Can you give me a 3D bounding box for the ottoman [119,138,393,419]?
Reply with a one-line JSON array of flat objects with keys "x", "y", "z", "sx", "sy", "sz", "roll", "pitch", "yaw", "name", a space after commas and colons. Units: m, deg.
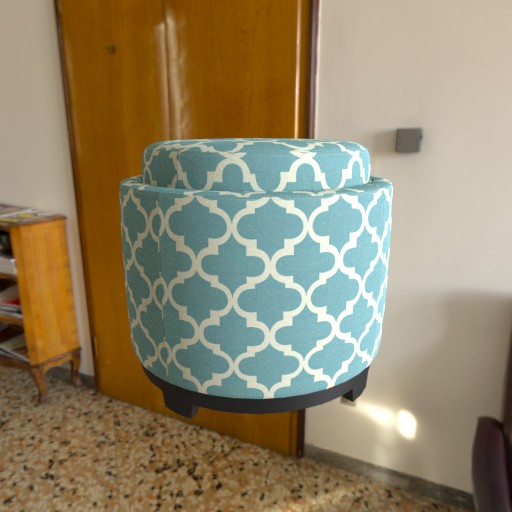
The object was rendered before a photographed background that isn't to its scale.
[{"x": 0.000, "y": 0.000, "z": 0.837, "sx": 0.480, "sy": 0.429, "sz": 0.480, "roll": 0, "pitch": 15, "yaw": 0, "name": "ottoman"}]
